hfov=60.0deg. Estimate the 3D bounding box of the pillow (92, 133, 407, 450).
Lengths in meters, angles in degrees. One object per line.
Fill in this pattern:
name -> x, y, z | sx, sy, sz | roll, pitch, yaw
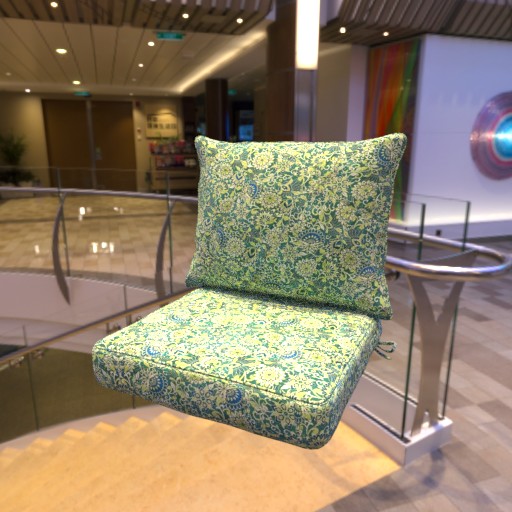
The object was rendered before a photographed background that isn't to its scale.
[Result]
pillow -> 0.000, 0.000, 1.345 | 0.798, 0.722, 0.740 | 7, 16, 25
